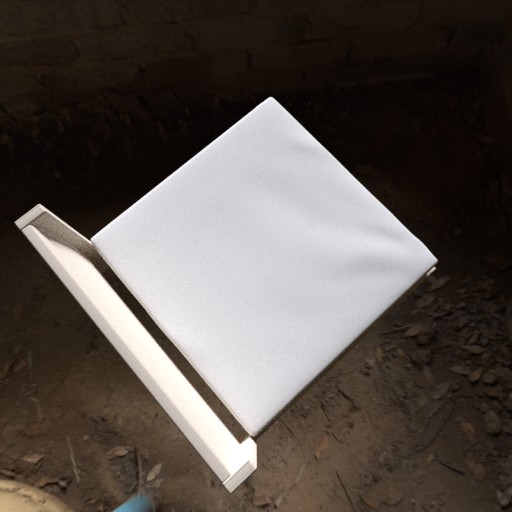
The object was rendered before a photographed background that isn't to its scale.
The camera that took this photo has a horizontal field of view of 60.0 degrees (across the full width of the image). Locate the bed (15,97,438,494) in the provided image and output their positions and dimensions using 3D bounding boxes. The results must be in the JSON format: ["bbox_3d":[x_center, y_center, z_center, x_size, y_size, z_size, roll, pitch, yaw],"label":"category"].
[{"bbox_3d":[0.000,0.000,3.549,2.293,1.471,2.145,-41,80,-9],"label":"bed"}]
